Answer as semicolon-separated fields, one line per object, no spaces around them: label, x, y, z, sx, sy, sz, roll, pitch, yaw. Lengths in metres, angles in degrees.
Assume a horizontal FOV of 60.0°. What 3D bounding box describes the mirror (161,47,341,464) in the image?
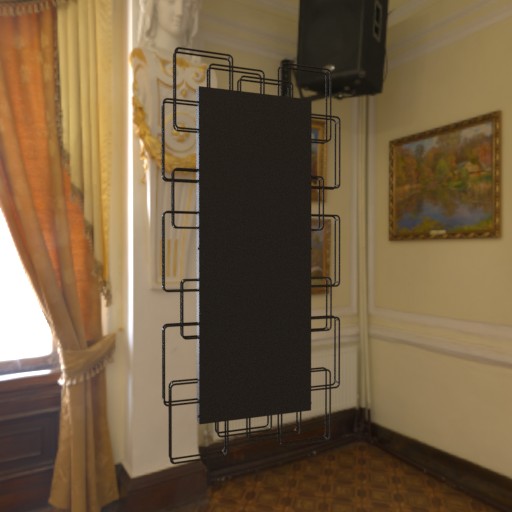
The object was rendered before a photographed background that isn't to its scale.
mirror;0.000;0.000;1.358;0.565;1.192;0.037;0;1;-19
